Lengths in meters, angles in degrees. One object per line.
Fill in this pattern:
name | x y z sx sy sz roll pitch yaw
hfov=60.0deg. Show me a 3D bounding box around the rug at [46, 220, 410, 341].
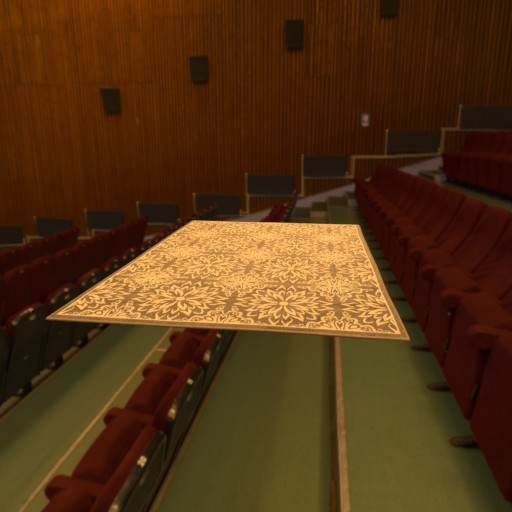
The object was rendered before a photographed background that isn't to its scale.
rug | 0.000 0.000 2.338 1.224 0.012 1.847 2 15 8
